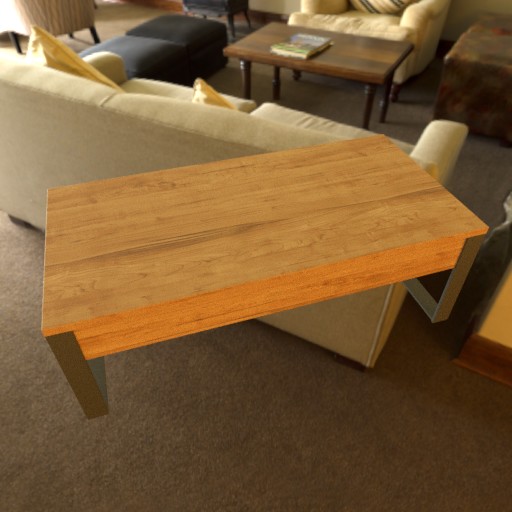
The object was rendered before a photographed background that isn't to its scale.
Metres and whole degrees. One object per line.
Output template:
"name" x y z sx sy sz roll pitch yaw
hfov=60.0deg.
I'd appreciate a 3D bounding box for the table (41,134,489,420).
"table" 0.000 0.000 1.447 1.180 0.400 0.590 -12 44 -13
